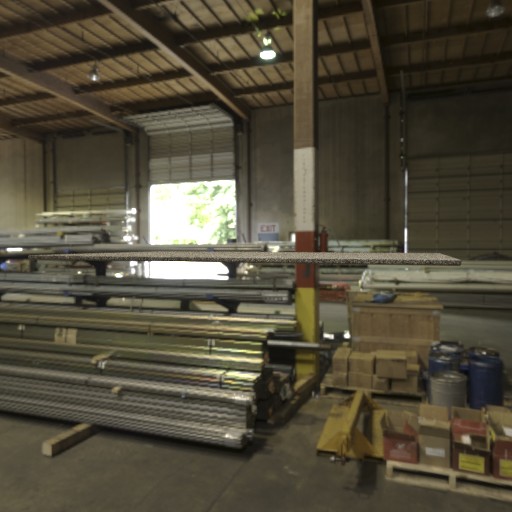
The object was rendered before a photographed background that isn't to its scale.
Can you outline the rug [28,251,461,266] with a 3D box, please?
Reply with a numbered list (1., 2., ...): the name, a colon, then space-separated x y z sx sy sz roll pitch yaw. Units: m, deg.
1. rug: 0.000 0.000 2.940 2.350 0.025 1.502 1 2 19
